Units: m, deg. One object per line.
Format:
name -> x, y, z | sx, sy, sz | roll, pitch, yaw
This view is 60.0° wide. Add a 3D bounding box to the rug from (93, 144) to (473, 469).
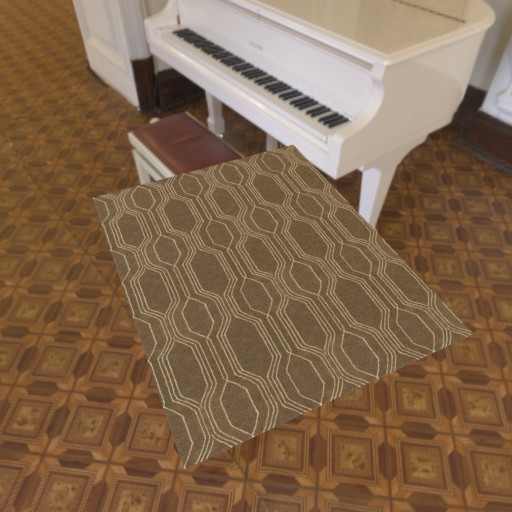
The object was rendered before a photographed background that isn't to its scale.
rug -> 0.000, 0.000, 4.186 | 2.457, 0.012, 3.062 | -19, 49, -17
